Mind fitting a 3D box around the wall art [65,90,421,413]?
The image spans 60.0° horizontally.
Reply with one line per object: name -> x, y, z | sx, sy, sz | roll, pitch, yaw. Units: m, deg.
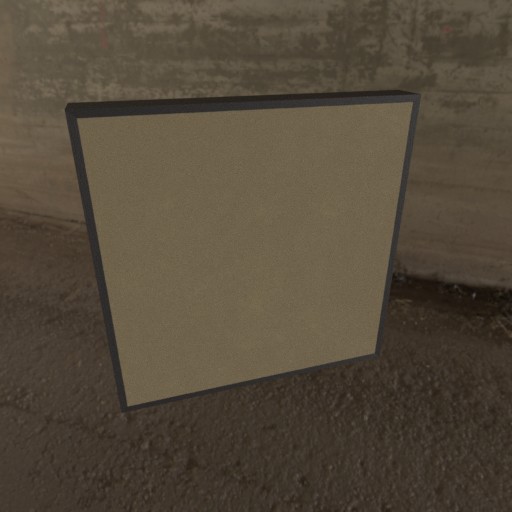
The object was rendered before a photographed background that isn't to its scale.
wall art -> 0.000, 0.000, 0.444 | 0.302, 0.300, 0.036 | -8, 28, -15
